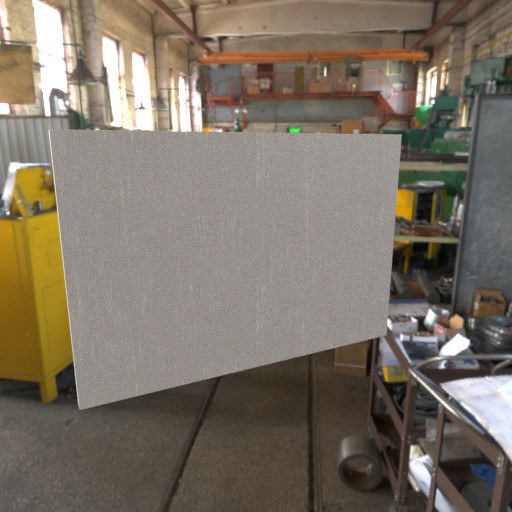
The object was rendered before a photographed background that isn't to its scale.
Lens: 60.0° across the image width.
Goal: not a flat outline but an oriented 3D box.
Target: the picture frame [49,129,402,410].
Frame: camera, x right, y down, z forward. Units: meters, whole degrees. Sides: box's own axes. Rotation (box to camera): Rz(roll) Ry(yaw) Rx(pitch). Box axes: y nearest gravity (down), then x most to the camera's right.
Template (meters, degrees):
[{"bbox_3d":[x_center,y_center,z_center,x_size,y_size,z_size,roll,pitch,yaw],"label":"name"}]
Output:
[{"bbox_3d":[0.000,0.000,1.193,0.950,0.640,0.029,-7,16,-26],"label":"picture frame"}]
